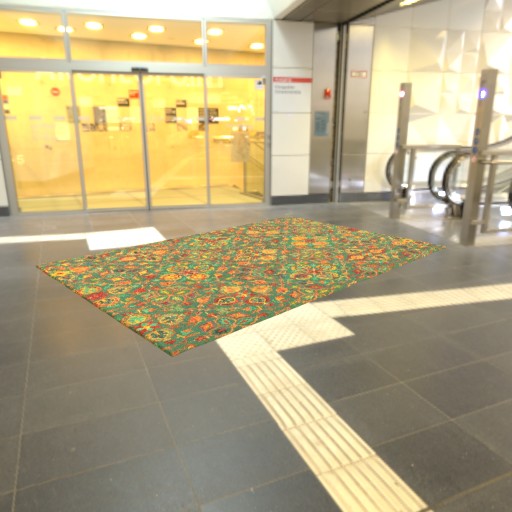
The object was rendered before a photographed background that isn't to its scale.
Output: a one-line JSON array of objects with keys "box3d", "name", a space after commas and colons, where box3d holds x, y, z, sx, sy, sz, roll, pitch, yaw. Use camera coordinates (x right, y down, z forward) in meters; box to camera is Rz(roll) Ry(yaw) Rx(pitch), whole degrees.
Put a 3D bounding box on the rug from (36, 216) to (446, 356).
[{"box3d": [0.000, 0.000, 2.939, 2.290, 0.016, 1.527, -15, 22, -41], "name": "rug"}]
